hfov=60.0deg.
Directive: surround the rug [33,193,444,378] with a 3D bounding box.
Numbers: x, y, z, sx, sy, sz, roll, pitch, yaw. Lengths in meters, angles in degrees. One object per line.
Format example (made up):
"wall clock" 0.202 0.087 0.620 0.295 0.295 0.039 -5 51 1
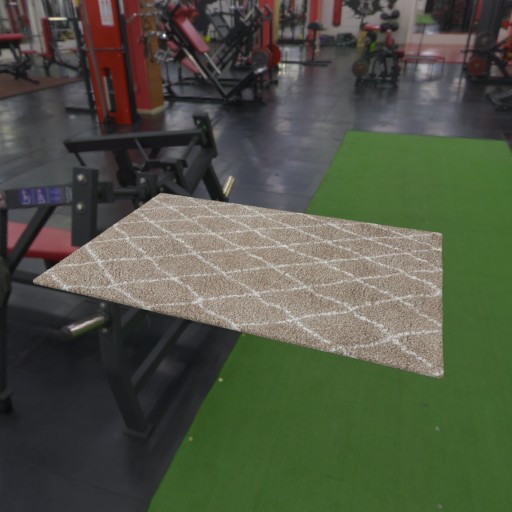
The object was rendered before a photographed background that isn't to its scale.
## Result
"rug" 0.000 0.000 3.466 2.743 0.030 1.778 10 31 17
